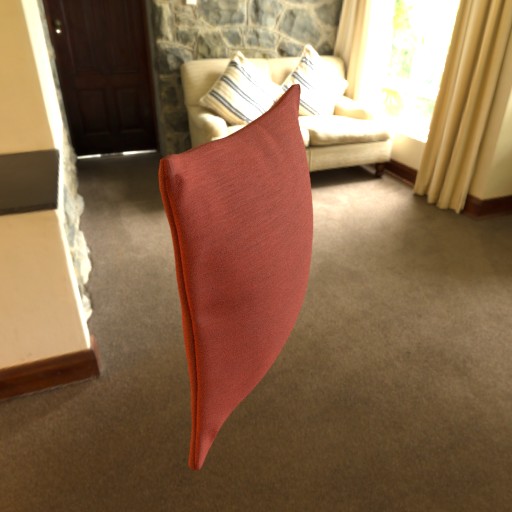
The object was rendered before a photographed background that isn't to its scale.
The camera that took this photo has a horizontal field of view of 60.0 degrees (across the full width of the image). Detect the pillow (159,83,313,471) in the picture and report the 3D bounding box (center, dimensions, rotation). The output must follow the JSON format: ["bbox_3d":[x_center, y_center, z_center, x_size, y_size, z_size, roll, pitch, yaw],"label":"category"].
[{"bbox_3d":[0.000,0.000,0.646,0.151,0.416,0.435,10,31,17],"label":"pillow"}]
